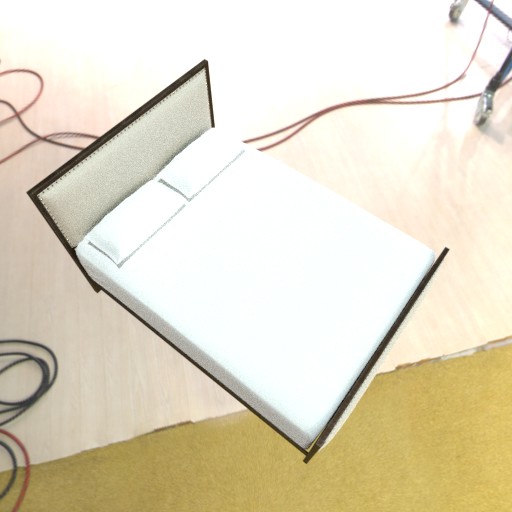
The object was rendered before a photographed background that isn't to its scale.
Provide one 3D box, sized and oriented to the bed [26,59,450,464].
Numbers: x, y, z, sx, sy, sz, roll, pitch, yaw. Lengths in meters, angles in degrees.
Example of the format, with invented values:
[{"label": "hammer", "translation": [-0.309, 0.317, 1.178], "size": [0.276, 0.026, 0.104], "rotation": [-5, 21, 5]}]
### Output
[{"label": "bed", "translation": [0.000, 0.000, 3.175], "size": [2.221, 1.313, 1.607], "rotation": [34, 65, 18]}]
